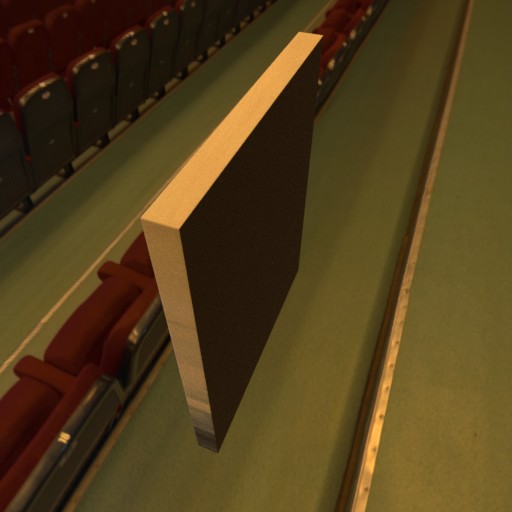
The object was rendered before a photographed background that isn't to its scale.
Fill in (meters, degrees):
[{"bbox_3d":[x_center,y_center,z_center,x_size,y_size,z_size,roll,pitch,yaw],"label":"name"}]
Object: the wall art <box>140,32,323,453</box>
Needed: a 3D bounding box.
[{"bbox_3d":[0.000,0.000,0.691,0.037,0.511,0.435,16,49,15],"label":"wall art"}]
